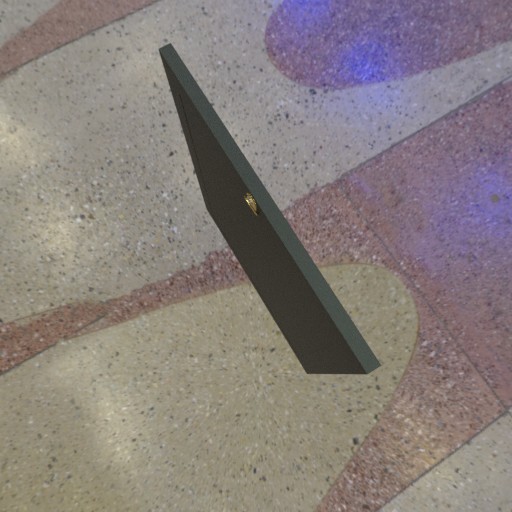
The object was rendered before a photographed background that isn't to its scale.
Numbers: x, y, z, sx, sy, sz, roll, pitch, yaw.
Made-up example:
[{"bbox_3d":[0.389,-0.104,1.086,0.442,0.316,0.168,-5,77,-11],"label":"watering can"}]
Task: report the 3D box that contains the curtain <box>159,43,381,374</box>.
[{"bbox_3d":[0.000,0.000,0.814,0.027,0.585,0.483,-30,77,-8],"label":"curtain"}]
